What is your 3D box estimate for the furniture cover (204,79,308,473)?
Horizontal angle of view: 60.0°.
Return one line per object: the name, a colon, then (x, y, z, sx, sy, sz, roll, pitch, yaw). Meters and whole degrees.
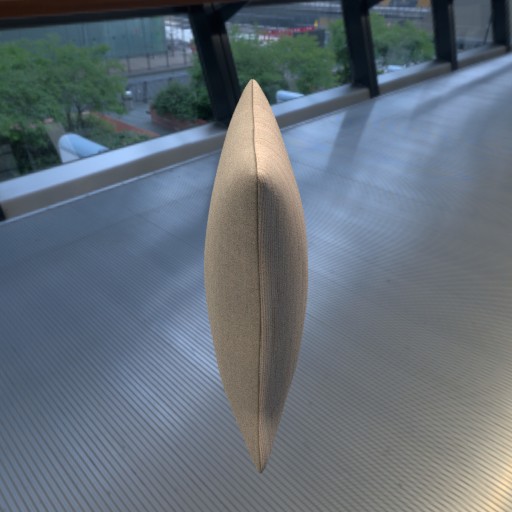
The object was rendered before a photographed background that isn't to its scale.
furniture cover: (0.000, 0.000, 0.788, 0.178, 0.506, 0.512, 0, 32, -1)
